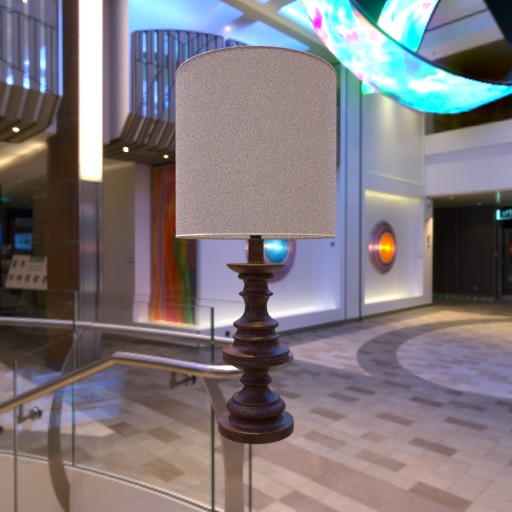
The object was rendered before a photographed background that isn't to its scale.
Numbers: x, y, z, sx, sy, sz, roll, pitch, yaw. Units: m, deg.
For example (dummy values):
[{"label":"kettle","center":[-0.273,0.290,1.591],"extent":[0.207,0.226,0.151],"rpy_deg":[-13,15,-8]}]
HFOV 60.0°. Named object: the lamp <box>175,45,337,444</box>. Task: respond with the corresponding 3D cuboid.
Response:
[{"label":"lamp","center":[0.000,0.000,0.583],"extent":[0.208,0.455,0.208],"rpy_deg":[0,1,-1]}]
